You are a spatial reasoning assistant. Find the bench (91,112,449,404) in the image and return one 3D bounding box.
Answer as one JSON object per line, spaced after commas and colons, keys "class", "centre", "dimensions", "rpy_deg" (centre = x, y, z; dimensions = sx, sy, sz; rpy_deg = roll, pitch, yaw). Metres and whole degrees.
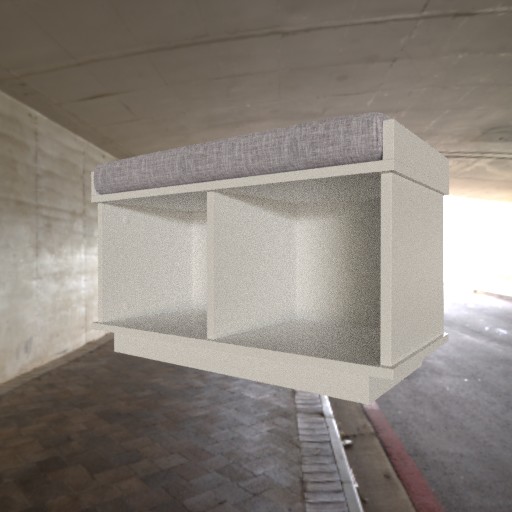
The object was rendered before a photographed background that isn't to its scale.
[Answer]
{"class": "bench", "centre": [0.000, 0.000, 0.994], "dimensions": [0.734, 0.461, 0.362], "rpy_deg": [0, 1, 36]}
